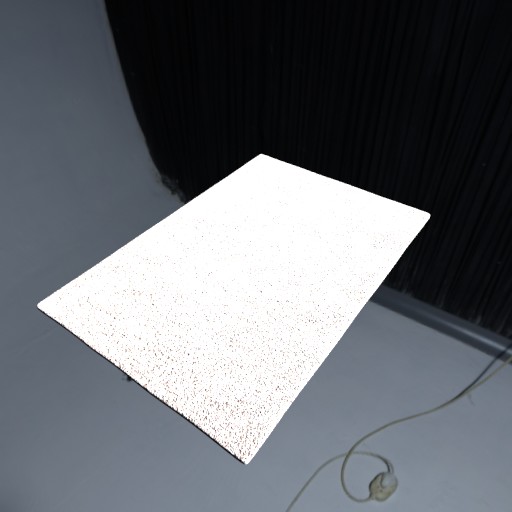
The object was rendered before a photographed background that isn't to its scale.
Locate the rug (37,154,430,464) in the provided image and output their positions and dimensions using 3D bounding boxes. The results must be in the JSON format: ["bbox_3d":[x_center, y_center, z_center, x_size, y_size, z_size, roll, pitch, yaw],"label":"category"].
[{"bbox_3d":[0.000,0.000,2.312,1.219,0.030,1.778,26,48,26],"label":"rug"}]
